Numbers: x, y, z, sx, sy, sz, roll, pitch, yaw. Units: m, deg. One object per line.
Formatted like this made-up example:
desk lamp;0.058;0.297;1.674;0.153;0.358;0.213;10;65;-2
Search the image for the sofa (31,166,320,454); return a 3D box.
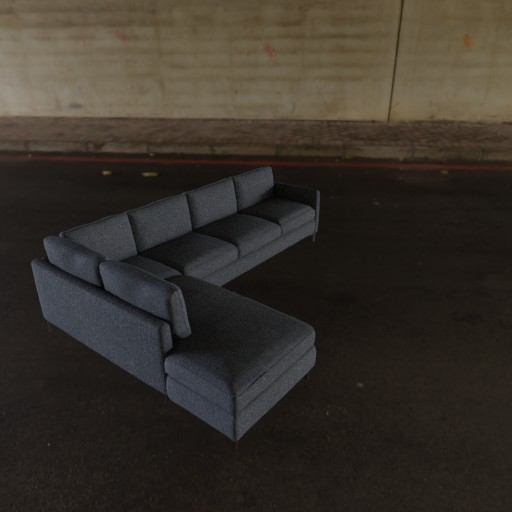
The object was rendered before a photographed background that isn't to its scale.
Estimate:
sofa;0.000;0.000;3.841;2.007;0.815;2.949;18;31;33
